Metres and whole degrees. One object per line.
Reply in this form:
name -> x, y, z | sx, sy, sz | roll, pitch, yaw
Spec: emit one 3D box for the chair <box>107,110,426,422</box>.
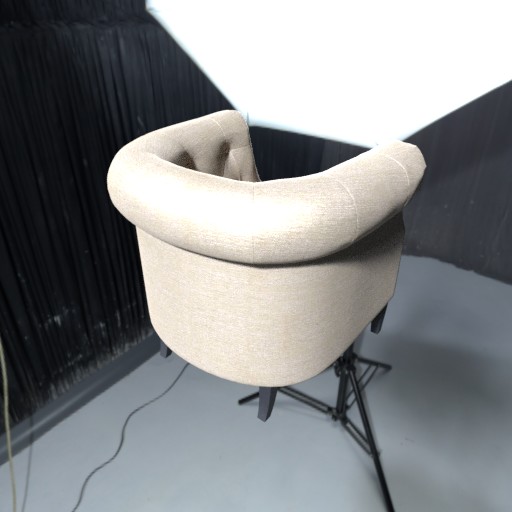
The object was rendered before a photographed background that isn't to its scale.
chair -> 0.000, 0.000, 1.580 | 0.905, 0.827, 0.852 | 22, 37, 32
